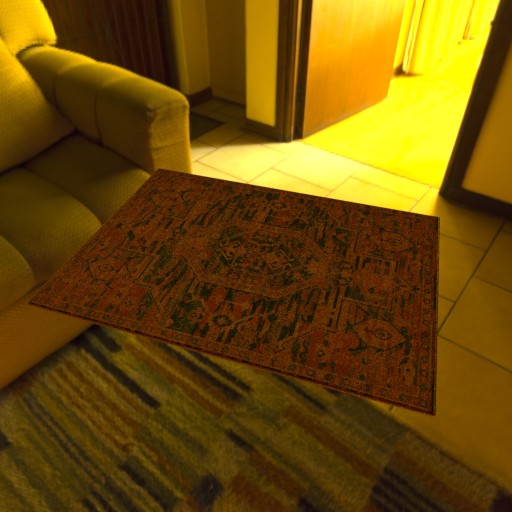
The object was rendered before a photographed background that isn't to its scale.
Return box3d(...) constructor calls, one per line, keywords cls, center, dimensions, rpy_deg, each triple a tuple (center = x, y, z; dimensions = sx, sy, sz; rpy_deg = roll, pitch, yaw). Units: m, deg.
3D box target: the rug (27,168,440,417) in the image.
box3d(cls="rug", center=(0.000, 0.000, 2.805), dimensions=(2.204, 0.024, 1.588), rpy_deg=(12, 42, 14))
